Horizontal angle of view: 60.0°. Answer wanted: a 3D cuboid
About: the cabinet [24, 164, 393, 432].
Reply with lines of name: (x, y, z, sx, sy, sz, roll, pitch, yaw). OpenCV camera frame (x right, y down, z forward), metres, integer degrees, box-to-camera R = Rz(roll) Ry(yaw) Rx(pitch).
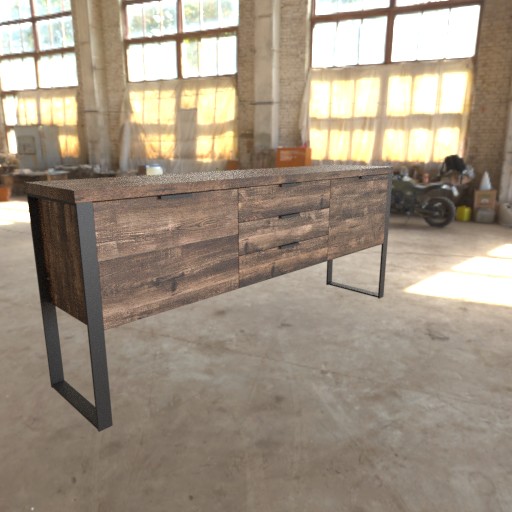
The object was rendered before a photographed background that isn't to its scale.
cabinet: (0.000, 0.000, 2.057, 0.395, 0.762, 1.800, 14, 20, 43)
